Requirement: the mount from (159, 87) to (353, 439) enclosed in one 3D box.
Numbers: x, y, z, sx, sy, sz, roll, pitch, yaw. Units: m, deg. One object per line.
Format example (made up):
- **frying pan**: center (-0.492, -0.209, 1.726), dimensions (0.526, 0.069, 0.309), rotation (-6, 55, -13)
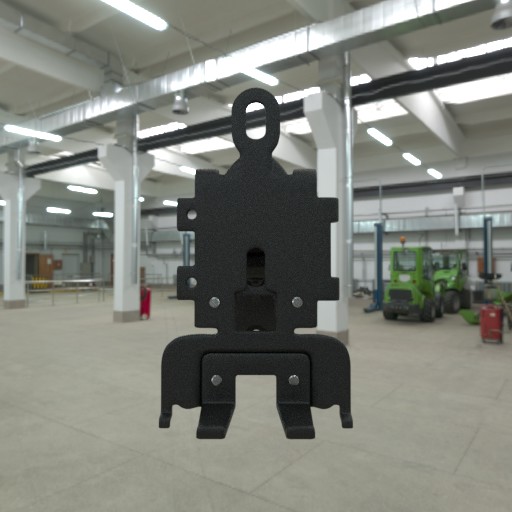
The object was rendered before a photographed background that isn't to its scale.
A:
- **mount**: center (0.000, 0.000, 0.178), dimensions (0.066, 0.118, 0.100), rotation (0, -1, 0)
